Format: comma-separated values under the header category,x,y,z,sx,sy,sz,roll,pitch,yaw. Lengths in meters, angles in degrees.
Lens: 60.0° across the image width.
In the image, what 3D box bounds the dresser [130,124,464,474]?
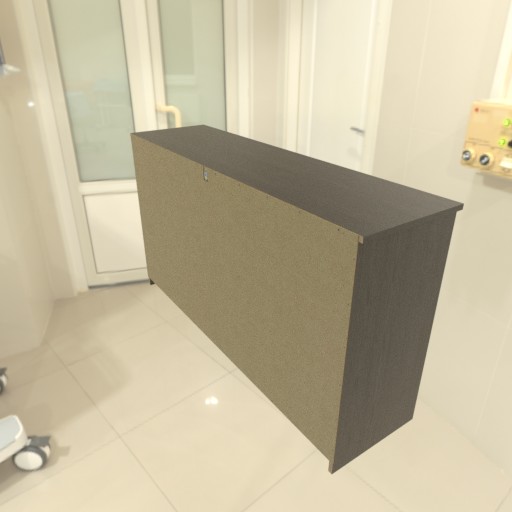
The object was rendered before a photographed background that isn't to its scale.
category,x,y,z,sx,sy,sz,roll,pitch,yaw
dresser,0.000,0.000,1.702,0.401,0.755,1.360,-17,31,-31
